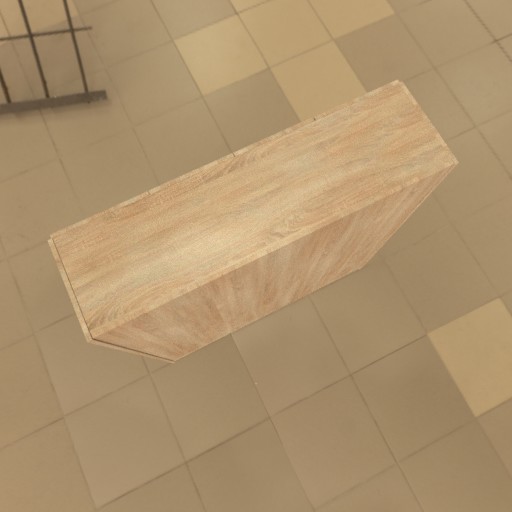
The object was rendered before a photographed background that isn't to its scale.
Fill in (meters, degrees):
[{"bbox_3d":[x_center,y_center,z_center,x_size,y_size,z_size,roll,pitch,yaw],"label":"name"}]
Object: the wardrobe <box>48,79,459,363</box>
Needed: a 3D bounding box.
[{"bbox_3d":[0.000,0.000,3.230,1.998,2.159,0.598,-26,76,-7],"label":"wardrobe"}]
